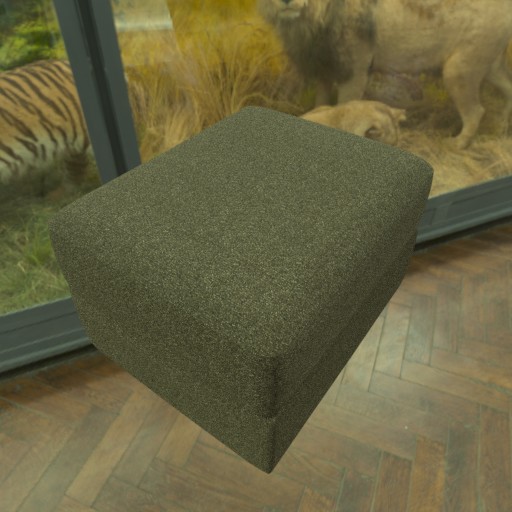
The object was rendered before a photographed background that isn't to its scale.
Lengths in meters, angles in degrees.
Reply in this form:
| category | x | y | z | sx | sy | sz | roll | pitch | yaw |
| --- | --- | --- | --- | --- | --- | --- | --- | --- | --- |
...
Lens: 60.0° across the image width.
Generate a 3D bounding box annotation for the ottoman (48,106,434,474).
| category | x | y | z | sx | sy | sz | roll | pitch | yaw |
| --- | --- | --- | --- | --- | --- | --- | --- | --- | --- |
| ottoman | 0.000 | 0.000 | 1.115 | 0.598 | 0.476 | 0.742 | 26 | 48 | 26 |
